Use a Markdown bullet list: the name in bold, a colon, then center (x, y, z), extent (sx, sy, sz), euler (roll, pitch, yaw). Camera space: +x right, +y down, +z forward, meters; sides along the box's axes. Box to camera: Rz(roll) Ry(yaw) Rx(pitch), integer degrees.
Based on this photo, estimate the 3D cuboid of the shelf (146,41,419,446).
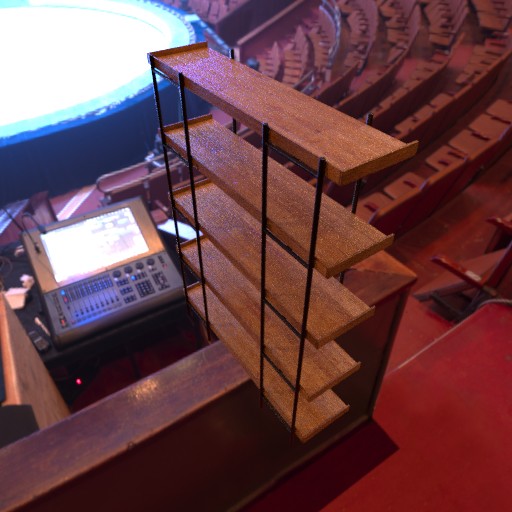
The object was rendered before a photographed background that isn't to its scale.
- **shelf**: center (0.000, 0.000, 2.388), extent (0.379, 1.826, 1.371), euler (-25, 47, -26)
